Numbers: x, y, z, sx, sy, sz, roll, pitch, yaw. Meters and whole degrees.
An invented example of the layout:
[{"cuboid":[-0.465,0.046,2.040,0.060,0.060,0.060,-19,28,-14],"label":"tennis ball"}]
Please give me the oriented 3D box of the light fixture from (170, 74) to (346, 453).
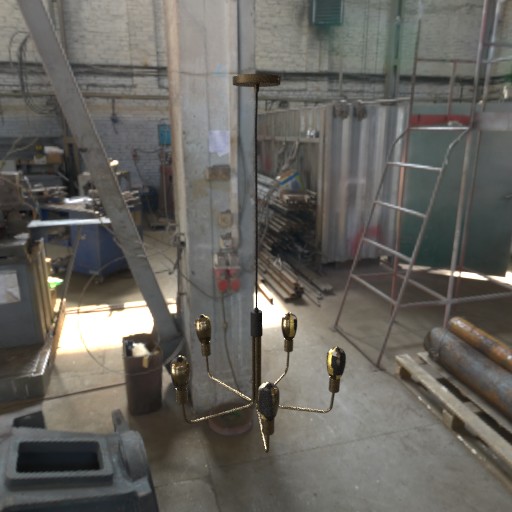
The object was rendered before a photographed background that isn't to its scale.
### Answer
[{"cuboid":[0.000,0.000,1.413,0.588,1.059,0.532,8,18,28],"label":"light fixture"}]
